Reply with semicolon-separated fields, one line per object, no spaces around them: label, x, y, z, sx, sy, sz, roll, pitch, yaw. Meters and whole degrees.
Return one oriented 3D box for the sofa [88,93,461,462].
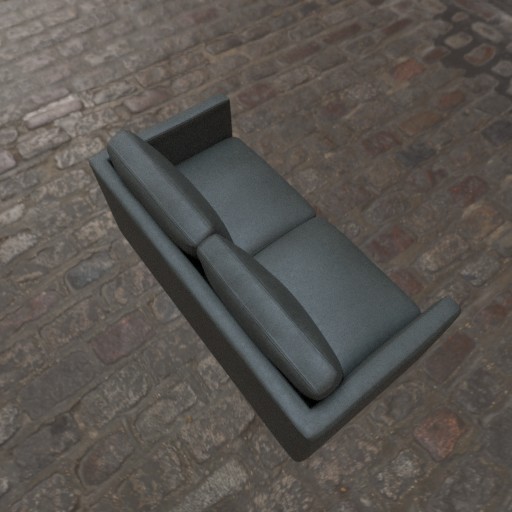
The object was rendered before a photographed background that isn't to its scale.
sofa;0.000;0.000;2.455;0.951;0.933;1.883;-34;64;-19
